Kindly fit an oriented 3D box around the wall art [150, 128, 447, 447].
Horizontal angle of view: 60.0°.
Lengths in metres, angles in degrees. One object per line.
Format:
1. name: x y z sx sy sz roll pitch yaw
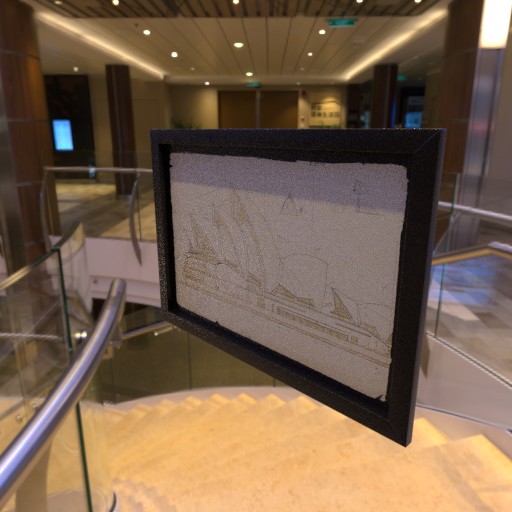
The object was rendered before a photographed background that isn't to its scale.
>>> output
1. wall art: 0.000 0.000 0.556 0.013 0.306 0.440 -15 22 -42
